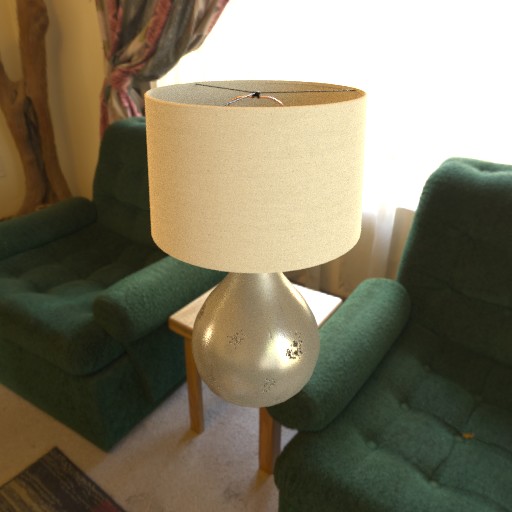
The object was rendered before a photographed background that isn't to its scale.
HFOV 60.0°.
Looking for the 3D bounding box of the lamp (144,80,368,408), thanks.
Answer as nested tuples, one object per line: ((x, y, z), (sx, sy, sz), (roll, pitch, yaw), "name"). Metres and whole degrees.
((0.000, 0.000, 0.741), (0.330, 0.521, 0.330), (0, 27, 0), "lamp")
